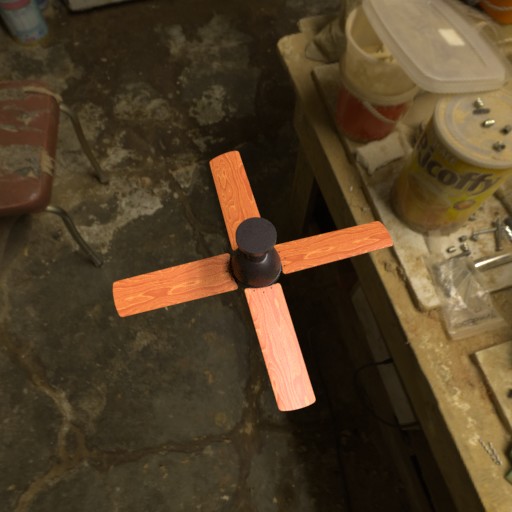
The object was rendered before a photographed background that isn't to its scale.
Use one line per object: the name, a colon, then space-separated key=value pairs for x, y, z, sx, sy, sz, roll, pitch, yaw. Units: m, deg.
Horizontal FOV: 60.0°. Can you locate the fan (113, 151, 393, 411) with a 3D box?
fan: x=0.000 y=0.000 z=1.993 sx=1.332 sy=0.403 sz=1.332 roll=-14 pitch=66 yaw=-6
